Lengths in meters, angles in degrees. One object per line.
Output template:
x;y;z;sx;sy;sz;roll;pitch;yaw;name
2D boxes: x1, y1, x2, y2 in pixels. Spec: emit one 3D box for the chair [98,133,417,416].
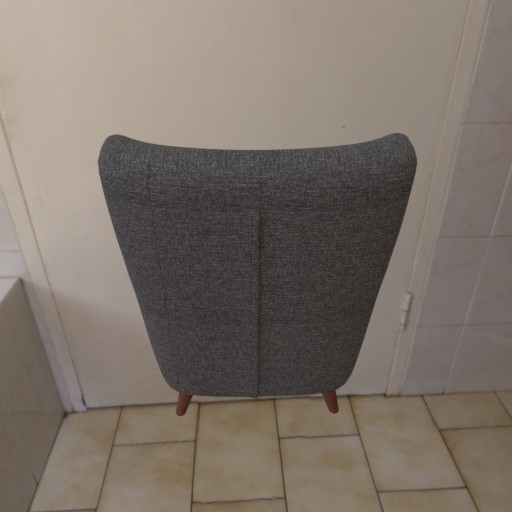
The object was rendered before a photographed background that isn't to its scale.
0.000;0.000;1.706;0.878;1.063;0.904;-1;31;-1;chair
